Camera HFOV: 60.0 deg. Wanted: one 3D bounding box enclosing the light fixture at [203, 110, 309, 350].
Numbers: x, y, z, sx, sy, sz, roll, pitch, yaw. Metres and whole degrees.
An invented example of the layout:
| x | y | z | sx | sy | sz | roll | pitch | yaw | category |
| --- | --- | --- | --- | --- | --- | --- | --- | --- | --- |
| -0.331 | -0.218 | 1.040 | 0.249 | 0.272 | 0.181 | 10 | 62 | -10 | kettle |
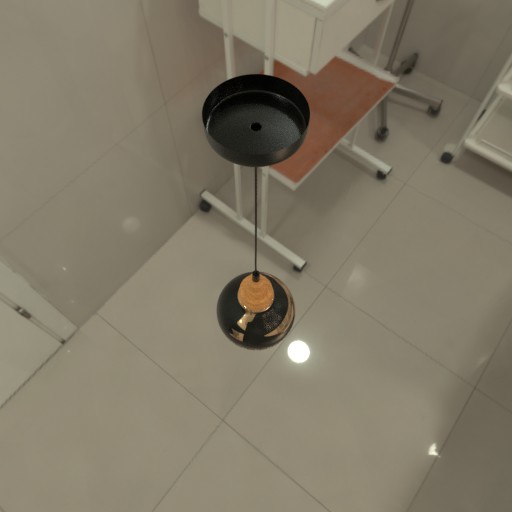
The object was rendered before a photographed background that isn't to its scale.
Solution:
| x | y | z | sx | sy | sz | roll | pitch | yaw | category |
| --- | --- | --- | --- | --- | --- | --- | --- | --- | --- |
| 0.000 | 0.000 | 1.842 | 0.430 | 1.606 | 0.430 | 35 | 68 | 16 | light fixture |
